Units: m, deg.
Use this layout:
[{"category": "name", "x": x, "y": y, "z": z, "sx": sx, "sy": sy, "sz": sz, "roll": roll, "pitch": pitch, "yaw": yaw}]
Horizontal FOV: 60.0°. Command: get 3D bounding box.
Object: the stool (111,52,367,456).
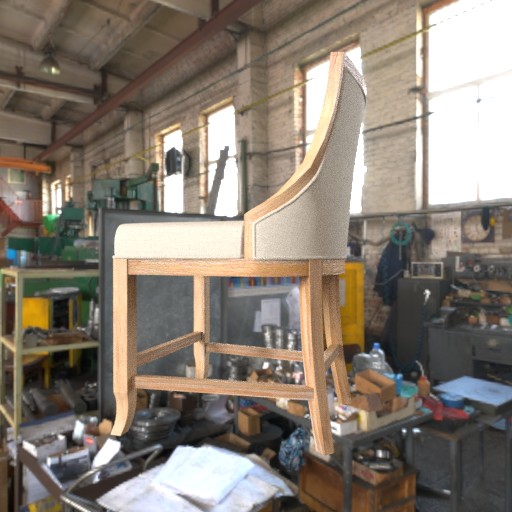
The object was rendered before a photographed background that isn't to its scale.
[{"category": "stool", "x": 0.000, "y": 0.000, "z": 1.302, "sx": 0.626, "sy": 0.938, "sz": 0.524, "roll": 0, "pitch": 0, "yaw": 19}]
